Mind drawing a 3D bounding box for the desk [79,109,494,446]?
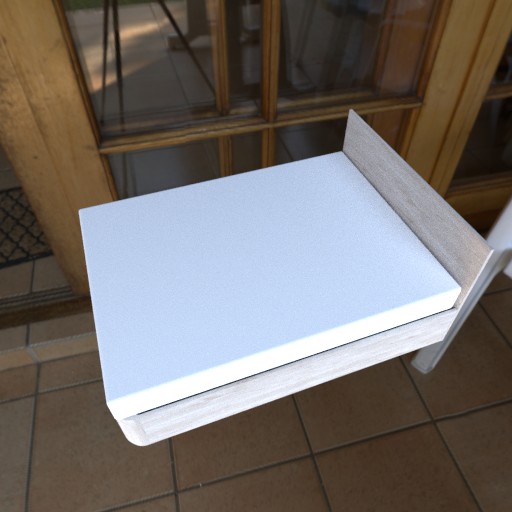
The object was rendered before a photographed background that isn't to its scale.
[{"bbox_3d":[0.000,0.000,2.622,1.900,0.800,1.400,-15,49,-14],"label":"desk"}]
